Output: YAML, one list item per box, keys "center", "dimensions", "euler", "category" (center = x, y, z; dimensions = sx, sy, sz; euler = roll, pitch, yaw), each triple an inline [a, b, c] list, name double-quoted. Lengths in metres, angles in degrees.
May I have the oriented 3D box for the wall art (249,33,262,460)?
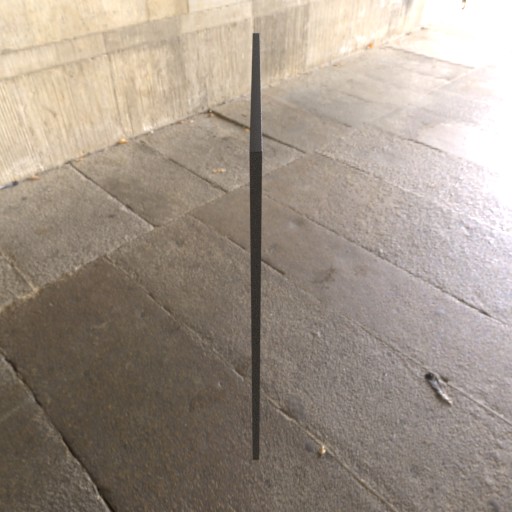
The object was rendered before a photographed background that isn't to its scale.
- center: [0.000, 0.000, 0.829]
  dimensions: [0.013, 0.657, 0.457]
  euler: [0, 40, 0]
  category: "wall art"
